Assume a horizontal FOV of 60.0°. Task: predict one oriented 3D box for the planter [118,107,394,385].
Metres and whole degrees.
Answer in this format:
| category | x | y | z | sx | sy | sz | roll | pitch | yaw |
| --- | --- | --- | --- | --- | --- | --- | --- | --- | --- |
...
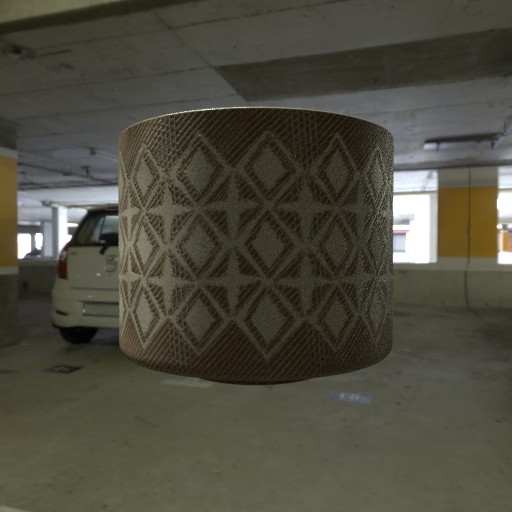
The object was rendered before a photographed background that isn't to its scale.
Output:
| category | x | y | z | sx | sy | sz | roll | pitch | yaw |
| --- | --- | --- | --- | --- | --- | --- | --- | --- | --- |
| planter | 0.000 | 0.000 | 0.214 | 0.126 | 0.104 | 0.126 | 0 | 1 | 0 |
